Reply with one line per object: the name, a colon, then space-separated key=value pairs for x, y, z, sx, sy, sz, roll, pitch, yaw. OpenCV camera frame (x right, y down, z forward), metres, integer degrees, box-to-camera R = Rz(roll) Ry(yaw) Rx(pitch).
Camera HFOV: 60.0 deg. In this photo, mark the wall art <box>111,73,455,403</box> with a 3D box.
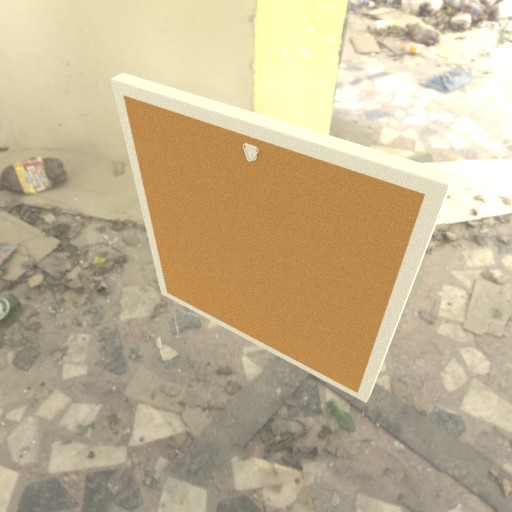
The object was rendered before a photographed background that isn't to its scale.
wall art: x=0.000 y=0.000 z=1.143 sx=0.761 sy=0.762 sz=0.050 roll=24 pitch=50 yaw=22
